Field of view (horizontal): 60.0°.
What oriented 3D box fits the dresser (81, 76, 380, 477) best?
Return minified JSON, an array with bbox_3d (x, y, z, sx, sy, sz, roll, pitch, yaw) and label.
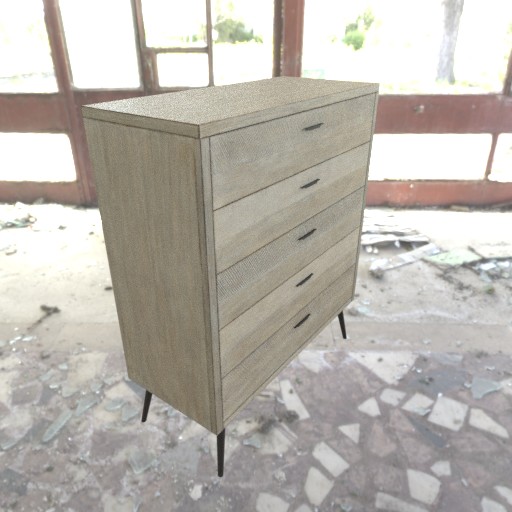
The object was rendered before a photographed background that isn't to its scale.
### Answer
[{"bbox_3d":[0.000,0.000,1.749,0.457,1.219,1.016,19,33,32],"label":"dresser"}]
